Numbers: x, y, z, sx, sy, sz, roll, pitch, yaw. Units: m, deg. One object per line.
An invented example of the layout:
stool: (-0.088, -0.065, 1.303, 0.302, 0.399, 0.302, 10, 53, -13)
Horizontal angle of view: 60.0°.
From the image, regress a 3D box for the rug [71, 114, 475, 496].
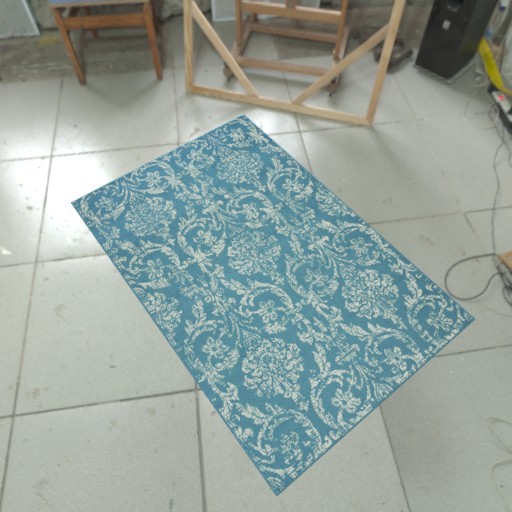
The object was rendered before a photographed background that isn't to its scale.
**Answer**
rug: (0.000, 0.000, 3.432, 1.816, 0.018, 2.746, -33, 63, -19)
